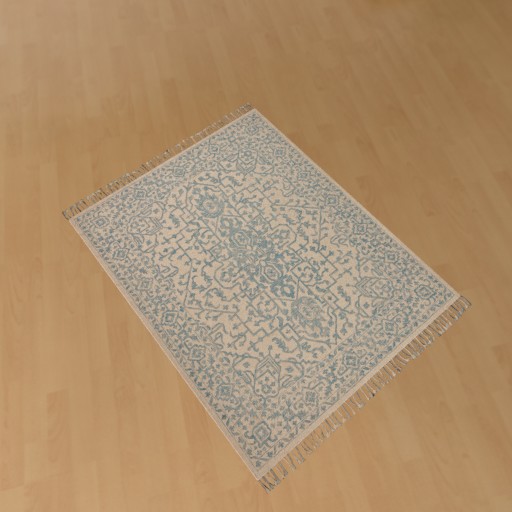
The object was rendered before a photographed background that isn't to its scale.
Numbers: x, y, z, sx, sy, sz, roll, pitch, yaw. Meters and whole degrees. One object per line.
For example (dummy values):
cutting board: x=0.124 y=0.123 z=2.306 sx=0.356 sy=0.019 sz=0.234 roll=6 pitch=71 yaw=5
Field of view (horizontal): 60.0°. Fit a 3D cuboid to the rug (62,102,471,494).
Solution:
rug: x=0.000 y=0.000 z=4.316 sx=2.464 sy=0.010 sz=3.327 roll=-36 pitch=68 yaw=-17
